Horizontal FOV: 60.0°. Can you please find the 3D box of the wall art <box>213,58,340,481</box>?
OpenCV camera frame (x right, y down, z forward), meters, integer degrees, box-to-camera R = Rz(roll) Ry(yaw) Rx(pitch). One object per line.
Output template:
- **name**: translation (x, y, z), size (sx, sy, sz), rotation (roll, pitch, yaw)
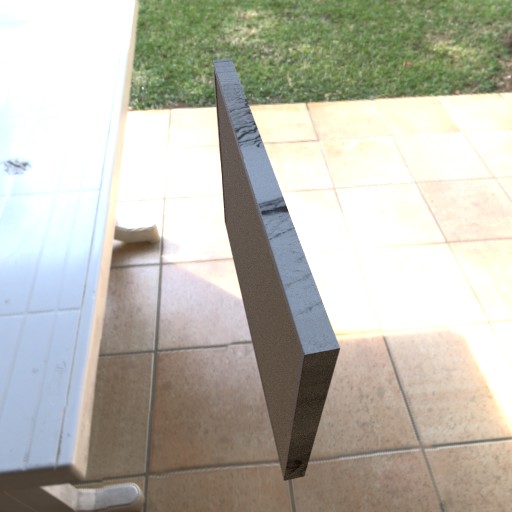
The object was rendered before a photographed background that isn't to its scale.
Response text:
- **wall art**: translation (0.000, 0.000, 0.762), size (0.035, 0.407, 0.613), rotation (-9, 49, -8)
